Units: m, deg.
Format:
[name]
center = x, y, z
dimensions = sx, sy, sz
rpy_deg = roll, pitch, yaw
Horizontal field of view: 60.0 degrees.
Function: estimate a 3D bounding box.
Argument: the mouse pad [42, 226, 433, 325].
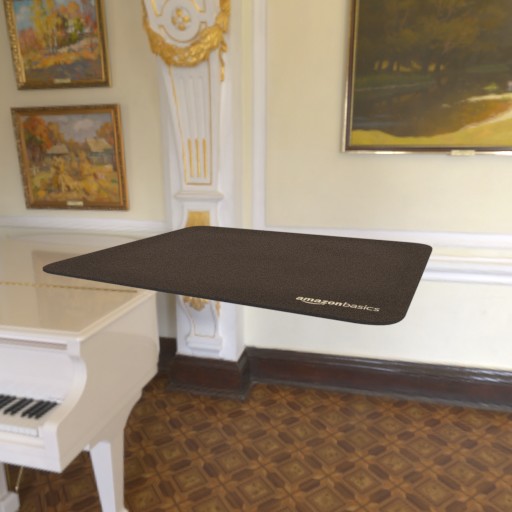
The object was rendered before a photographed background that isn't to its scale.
[mouse pad]
center = 0.000, 0.000, 0.351
dimensions = 0.249, 0.002, 0.211
rpy_deg = 6, 15, 25
